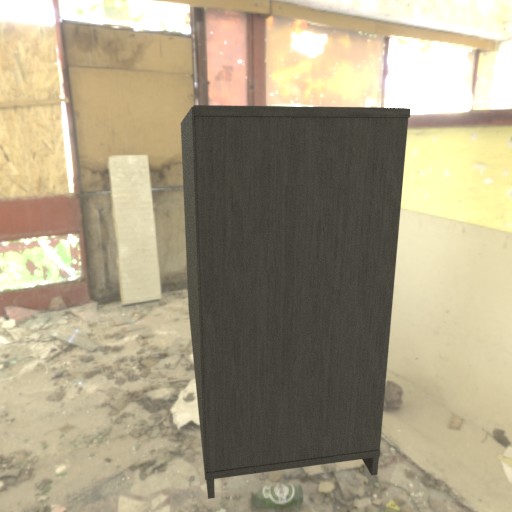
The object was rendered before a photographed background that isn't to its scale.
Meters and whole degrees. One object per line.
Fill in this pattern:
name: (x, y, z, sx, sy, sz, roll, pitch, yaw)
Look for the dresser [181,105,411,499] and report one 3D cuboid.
dresser: (0.000, 0.000, 1.366, 0.404, 0.816, 0.994, -3, 15, -10)
